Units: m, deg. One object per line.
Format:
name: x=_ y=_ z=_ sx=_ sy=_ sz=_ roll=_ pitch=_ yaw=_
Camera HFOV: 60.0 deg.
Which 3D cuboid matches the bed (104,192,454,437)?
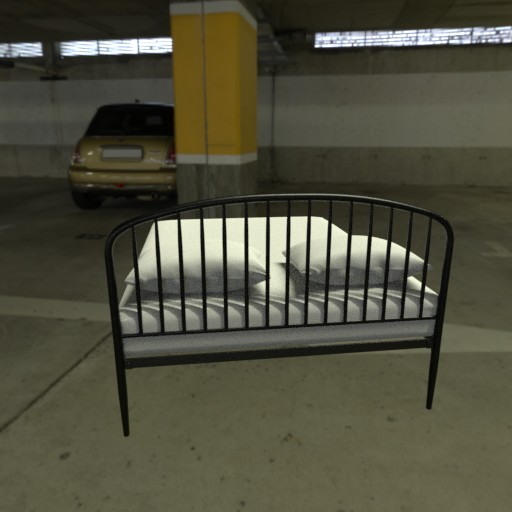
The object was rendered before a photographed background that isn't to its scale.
bed: x=0.000 y=0.000 z=3.120 sx=1.618 sy=1.166 sz=2.159 roll=-2 pitch=16 yaw=-8
